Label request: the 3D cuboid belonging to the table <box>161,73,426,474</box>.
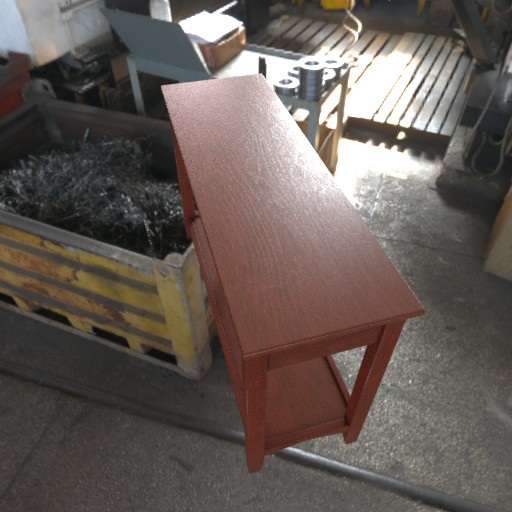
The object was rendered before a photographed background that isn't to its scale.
[{"bbox_3d":[0.000,0.000,1.536,0.392,0.739,1.188,-12,47,-11],"label":"table"}]
